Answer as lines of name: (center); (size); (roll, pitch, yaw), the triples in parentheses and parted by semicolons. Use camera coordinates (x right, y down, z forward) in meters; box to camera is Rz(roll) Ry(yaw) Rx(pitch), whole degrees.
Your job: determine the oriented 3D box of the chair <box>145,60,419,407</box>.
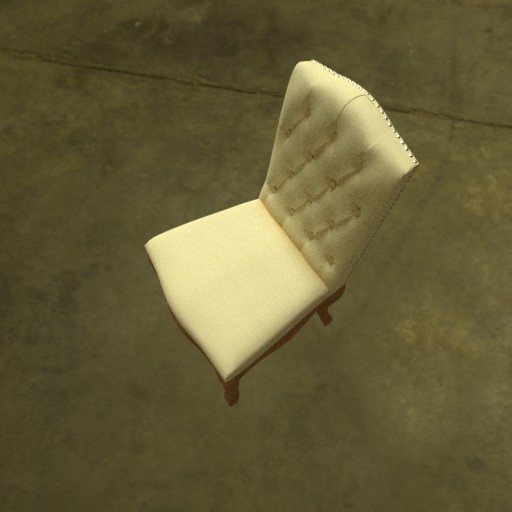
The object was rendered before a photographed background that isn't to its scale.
chair: (0.000, 0.000, 1.593); (0.715, 1.165, 0.623); (-30, 67, -14)
